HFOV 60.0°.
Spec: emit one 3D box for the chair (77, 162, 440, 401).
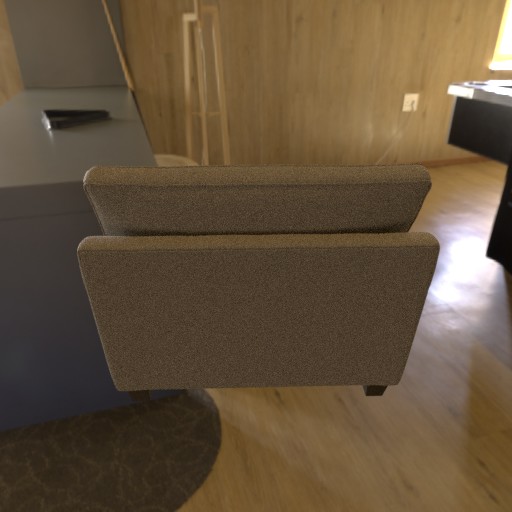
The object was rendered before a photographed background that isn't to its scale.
[{"bbox_3d":[0.000,0.000,2.022,1.220,1.016,1.040,-1,28,-1],"label":"chair"}]
